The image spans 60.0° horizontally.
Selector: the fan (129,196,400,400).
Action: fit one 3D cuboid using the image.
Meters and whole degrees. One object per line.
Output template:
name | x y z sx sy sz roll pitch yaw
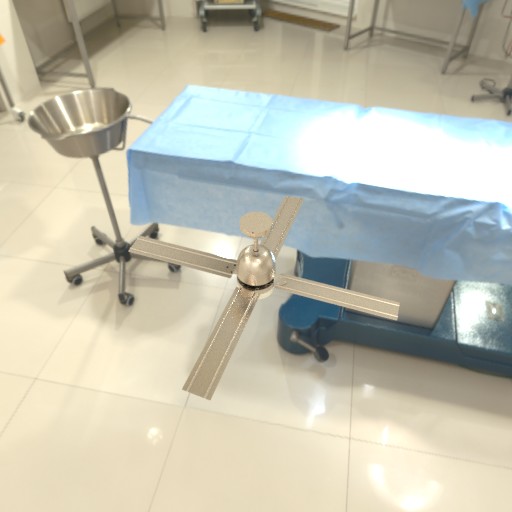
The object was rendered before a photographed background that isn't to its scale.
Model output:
fan | 0.000 0.000 2.047 1.346 0.406 1.346 13 45 13
